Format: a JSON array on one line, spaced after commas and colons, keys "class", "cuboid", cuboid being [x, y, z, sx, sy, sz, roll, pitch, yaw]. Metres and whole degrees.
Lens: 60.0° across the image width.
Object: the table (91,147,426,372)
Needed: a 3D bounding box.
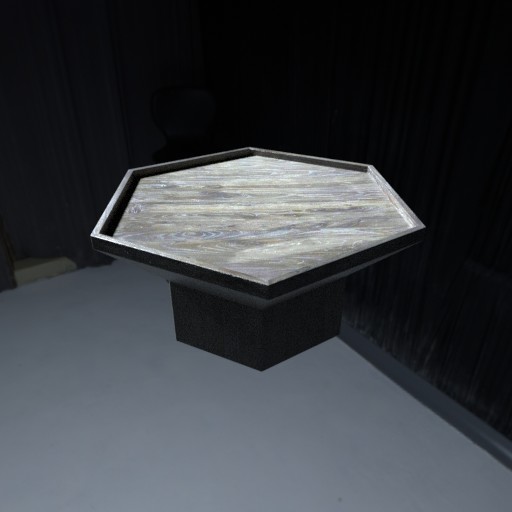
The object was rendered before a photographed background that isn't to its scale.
[{"class": "table", "cuboid": [0.000, 0.000, 1.635, 1.115, 0.488, 0.966, -18, 35, -28]}]
